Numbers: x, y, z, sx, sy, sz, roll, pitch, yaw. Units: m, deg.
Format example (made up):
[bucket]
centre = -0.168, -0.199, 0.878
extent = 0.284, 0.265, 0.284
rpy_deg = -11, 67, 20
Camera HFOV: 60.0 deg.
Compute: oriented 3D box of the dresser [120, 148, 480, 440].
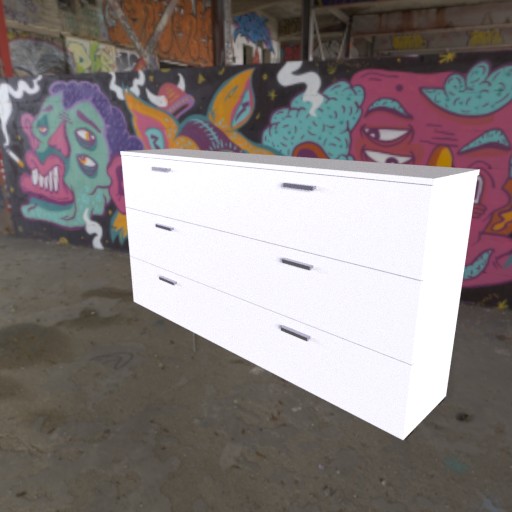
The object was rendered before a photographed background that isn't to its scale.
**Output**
[dresser]
centre = 0.000, 0.000, 1.832
extent = 1.535, 0.790, 0.333
rpy_deg = 16, 23, 42
